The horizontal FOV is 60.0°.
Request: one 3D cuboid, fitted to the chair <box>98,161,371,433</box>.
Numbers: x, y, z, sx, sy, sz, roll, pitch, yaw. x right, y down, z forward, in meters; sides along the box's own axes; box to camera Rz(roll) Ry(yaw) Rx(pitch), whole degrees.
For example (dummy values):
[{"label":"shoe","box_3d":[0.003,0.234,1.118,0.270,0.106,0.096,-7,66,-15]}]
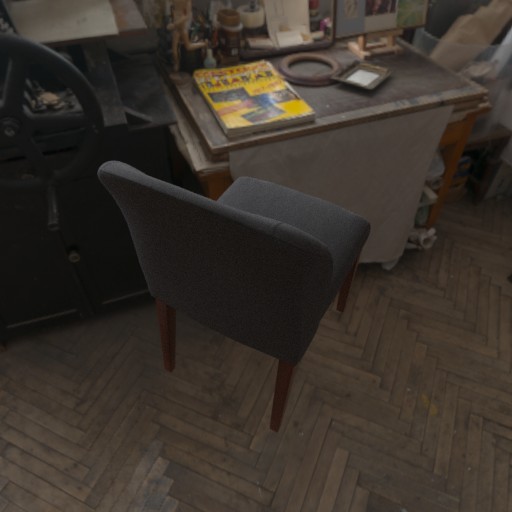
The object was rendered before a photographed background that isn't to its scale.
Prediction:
[{"label":"chair","box_3d":[0.000,0.000,1.251,0.506,0.879,0.619,22,50,20]}]
